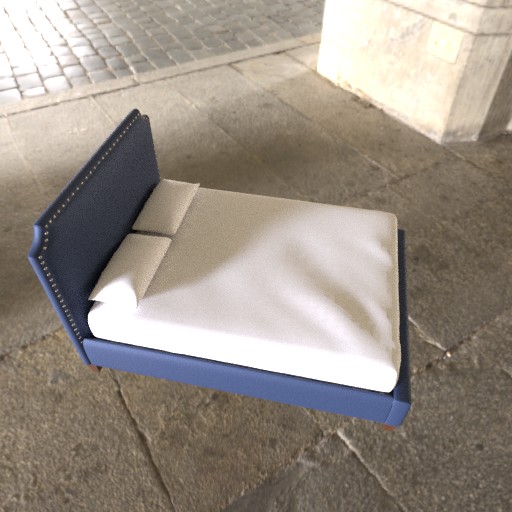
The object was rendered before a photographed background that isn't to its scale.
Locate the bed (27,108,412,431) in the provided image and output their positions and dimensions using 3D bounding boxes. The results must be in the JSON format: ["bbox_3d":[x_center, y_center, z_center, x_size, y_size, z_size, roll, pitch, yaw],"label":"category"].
[{"bbox_3d":[0.000,0.000,3.351,2.372,1.443,1.712,9,46,8],"label":"bed"}]
